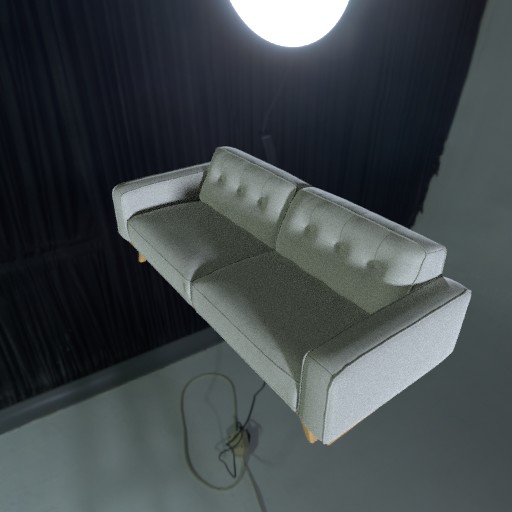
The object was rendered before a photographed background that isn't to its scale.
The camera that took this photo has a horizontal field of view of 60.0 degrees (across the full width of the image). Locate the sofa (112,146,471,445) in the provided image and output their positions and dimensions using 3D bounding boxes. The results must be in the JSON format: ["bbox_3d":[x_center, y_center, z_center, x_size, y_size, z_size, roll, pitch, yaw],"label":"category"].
[{"bbox_3d":[0.000,0.000,2.730,0.956,0.781,2.270,-21,38,-30],"label":"sofa"}]
